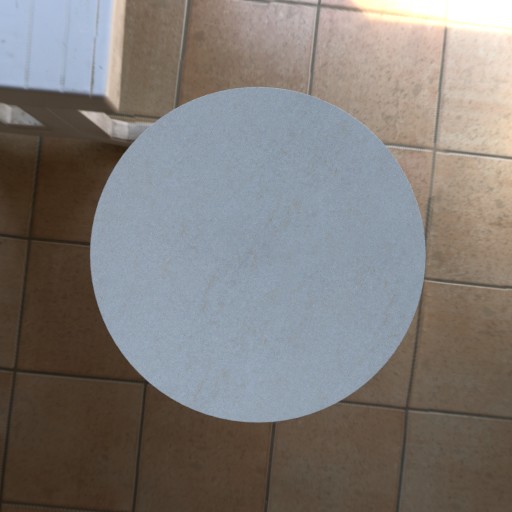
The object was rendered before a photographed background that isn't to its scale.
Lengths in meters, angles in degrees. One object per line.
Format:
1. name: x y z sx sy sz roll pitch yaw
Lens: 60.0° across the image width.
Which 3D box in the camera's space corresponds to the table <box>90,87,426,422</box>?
1. table: 0.000 0.000 0.940 0.500 0.564 0.500 0 89 -1
